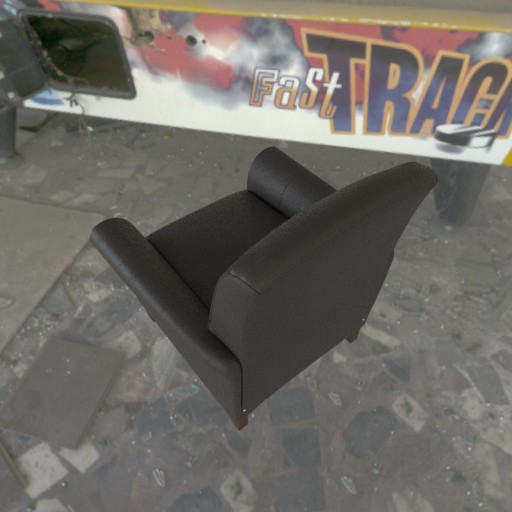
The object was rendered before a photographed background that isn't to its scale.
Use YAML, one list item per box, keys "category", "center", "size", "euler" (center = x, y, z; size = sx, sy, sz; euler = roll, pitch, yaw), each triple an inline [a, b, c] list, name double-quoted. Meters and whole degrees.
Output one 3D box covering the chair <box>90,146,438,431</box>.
- category: "chair"
  center: [0.000, 0.000, 1.763]
  size: [0.978, 1.061, 0.902]
  euler: [-30, 53, -26]
